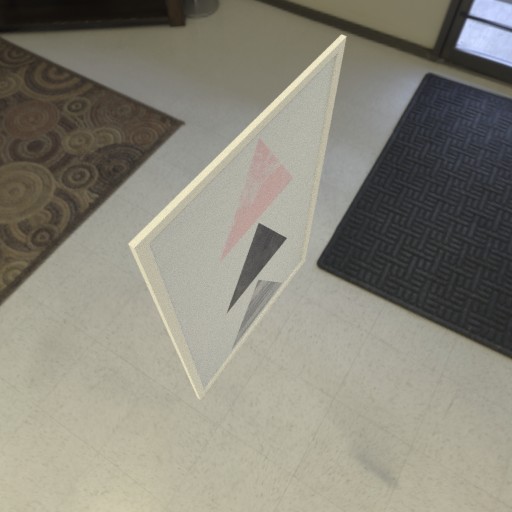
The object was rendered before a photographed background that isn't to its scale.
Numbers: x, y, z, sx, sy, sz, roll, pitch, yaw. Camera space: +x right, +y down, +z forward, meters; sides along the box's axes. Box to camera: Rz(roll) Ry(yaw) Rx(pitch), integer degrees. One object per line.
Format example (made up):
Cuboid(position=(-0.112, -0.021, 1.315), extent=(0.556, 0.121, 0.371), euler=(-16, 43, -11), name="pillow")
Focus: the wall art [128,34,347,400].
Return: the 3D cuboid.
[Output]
Cuboid(position=(0.000, 0.000, 1.214), extent=(0.013, 0.940, 0.659), euler=(31, 63, 17), name="wall art")
